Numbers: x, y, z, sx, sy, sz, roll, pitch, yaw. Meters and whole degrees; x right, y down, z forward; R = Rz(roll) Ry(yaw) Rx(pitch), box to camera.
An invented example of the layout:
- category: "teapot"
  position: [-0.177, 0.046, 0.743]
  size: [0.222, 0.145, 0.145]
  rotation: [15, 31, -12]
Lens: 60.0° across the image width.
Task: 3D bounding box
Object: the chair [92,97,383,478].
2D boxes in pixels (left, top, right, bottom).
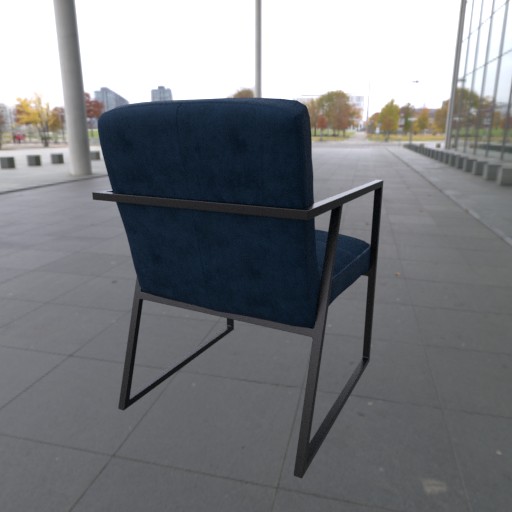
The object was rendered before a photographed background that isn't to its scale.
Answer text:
- category: "chair"
  position: [0.000, 0.000, 1.295]
  size: [0.571, 0.833, 0.677]
  rotation: [8, 18, 27]
